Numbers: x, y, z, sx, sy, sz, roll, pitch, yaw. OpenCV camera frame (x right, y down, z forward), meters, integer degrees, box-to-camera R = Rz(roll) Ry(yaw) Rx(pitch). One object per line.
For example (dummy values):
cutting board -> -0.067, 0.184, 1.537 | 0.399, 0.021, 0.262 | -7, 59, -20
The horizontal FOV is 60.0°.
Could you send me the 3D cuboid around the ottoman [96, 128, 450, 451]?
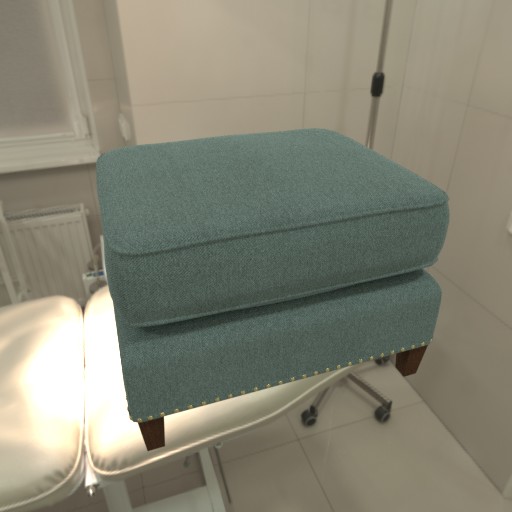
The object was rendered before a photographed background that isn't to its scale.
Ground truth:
ottoman -> 0.000, 0.000, 1.141 | 0.738, 0.537, 0.589 | -10, 33, -16
